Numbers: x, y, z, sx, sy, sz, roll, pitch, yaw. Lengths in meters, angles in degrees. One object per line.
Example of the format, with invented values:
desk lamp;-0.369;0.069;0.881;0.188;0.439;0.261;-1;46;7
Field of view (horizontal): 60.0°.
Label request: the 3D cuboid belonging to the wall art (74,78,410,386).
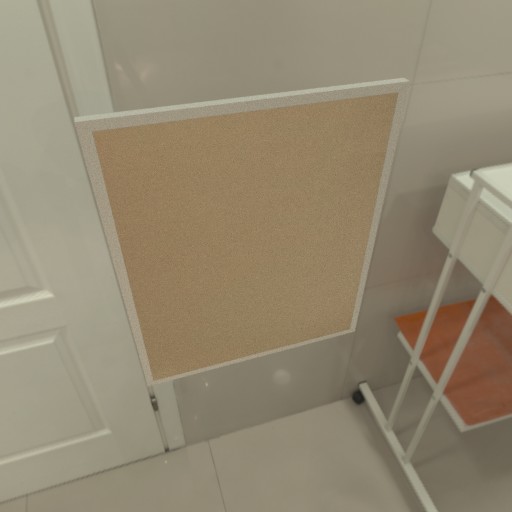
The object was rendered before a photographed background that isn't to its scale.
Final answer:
wall art;0.000;0.000;0.635;0.382;0.456;0.013;-12;42;-14
